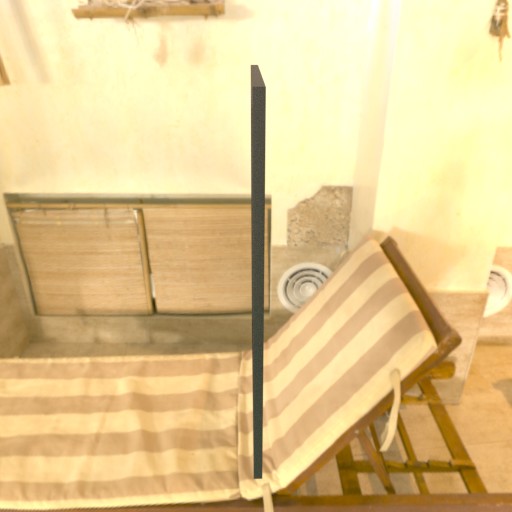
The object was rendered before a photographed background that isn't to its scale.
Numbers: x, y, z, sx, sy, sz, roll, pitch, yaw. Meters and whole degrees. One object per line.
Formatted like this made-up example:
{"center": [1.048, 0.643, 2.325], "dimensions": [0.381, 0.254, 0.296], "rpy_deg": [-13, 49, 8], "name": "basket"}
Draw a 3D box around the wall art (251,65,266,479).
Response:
{"center": [0.000, 0.000, 0.696], "dimensions": [0.013, 0.534, 0.381], "rpy_deg": [0, 26, -1], "name": "wall art"}
